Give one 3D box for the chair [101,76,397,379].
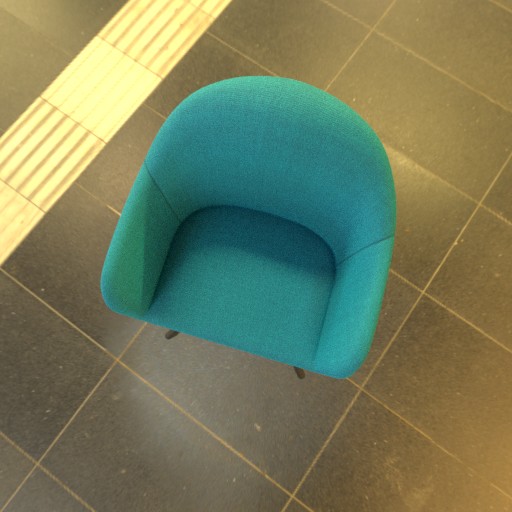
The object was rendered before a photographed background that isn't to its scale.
[{"bbox_3d":[0.000,0.000,1.169,0.590,0.795,0.550,16,77,4],"label":"chair"}]
